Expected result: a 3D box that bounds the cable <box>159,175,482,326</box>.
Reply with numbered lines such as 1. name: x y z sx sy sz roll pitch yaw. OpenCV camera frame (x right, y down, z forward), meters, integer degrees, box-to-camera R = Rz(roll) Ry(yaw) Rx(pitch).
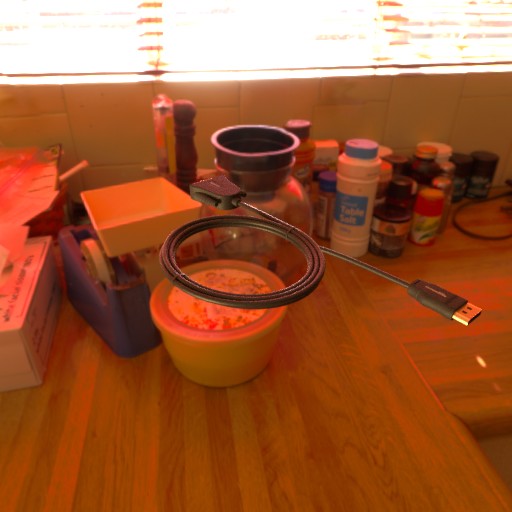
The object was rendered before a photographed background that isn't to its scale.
1. cable: 0.000 0.000 0.333 0.136 0.015 0.281 -23 39 -33
